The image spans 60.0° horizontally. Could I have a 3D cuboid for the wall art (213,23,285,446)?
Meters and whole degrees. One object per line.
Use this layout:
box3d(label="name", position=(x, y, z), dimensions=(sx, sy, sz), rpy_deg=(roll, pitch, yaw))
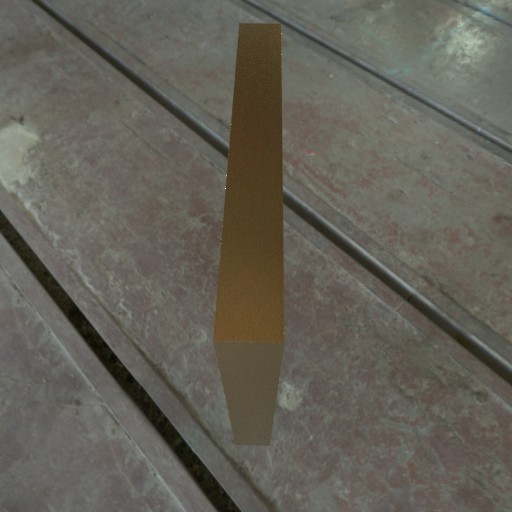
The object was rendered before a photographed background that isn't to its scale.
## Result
box3d(label="wall art", position=(0.000, 0.000, 0.446), dimensions=(0.038, 0.304, 0.304), rpy_deg=(1, 57, 1))
